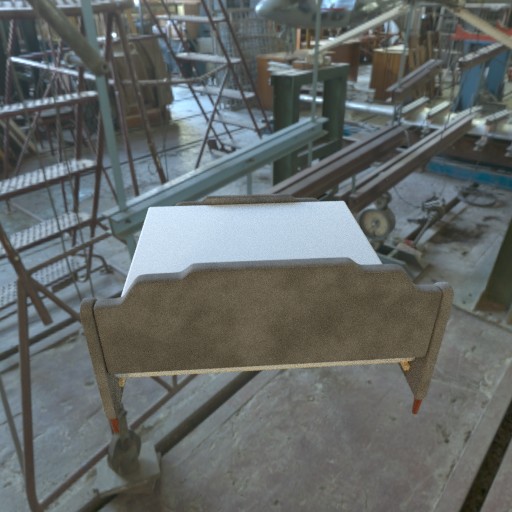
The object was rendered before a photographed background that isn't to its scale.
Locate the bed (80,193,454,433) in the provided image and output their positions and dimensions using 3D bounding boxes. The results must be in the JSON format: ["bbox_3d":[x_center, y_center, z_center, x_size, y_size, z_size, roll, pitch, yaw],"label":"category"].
[{"bbox_3d":[0.000,0.000,3.618,2.074,1.245,2.340,-2,31,-4],"label":"bed"}]
